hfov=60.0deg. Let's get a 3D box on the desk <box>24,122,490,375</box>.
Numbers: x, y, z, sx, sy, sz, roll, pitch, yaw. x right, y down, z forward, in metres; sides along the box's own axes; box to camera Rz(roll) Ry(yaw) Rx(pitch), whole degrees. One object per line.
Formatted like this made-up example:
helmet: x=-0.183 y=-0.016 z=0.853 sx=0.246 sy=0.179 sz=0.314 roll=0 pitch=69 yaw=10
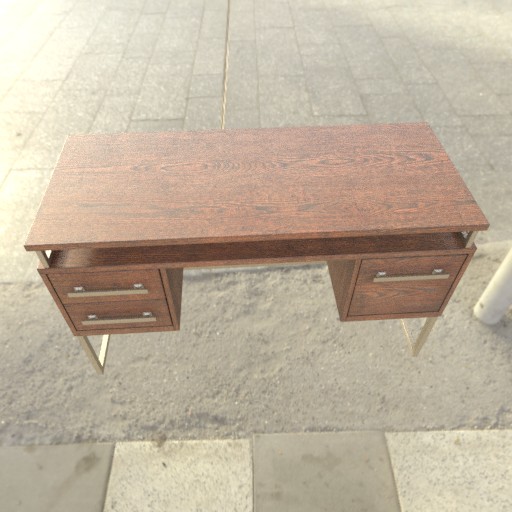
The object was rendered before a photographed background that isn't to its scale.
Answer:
desk: x=0.000 y=0.000 z=1.791 sx=1.384 sy=0.792 sz=0.610 roll=-3 pitch=48 yaw=-2
